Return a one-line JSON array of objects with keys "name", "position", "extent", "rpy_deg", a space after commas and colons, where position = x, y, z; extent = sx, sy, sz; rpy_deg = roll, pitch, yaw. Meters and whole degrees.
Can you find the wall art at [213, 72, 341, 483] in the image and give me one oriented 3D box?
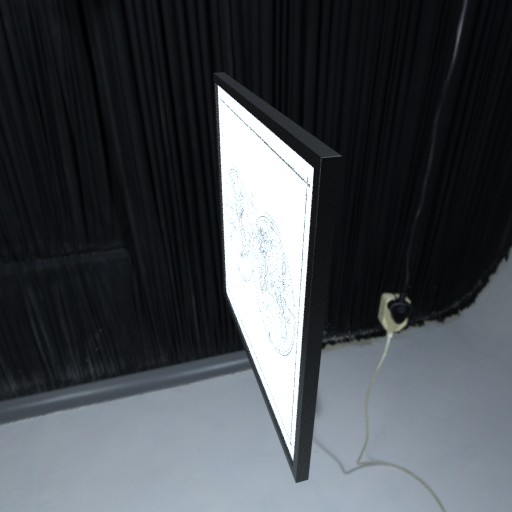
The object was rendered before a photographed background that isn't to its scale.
[{"name": "wall art", "position": [0.000, 0.000, 1.147], "extent": [0.031, 0.775, 0.773], "rpy_deg": [-8, 32, -14]}]
